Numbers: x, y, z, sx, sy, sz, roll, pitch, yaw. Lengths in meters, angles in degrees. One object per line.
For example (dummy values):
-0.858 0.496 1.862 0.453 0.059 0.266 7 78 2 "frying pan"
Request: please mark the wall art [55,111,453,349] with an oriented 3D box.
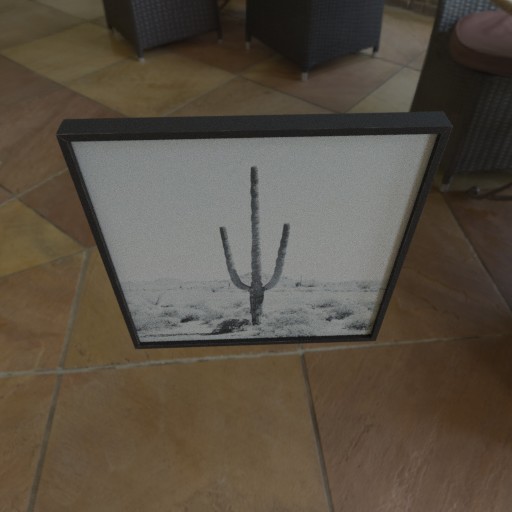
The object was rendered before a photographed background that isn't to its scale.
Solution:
0.000 0.000 0.764 0.508 0.508 0.038 -2 47 -2 "wall art"
